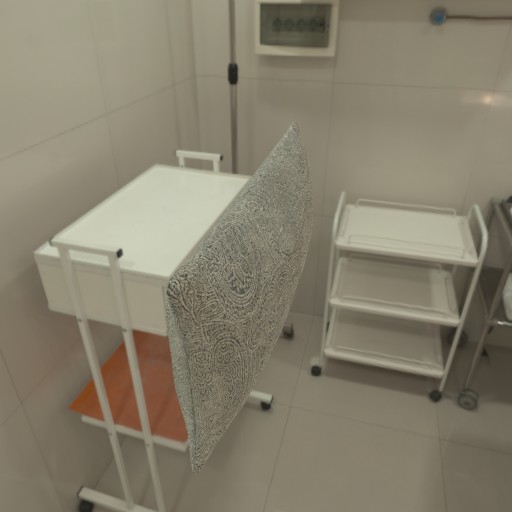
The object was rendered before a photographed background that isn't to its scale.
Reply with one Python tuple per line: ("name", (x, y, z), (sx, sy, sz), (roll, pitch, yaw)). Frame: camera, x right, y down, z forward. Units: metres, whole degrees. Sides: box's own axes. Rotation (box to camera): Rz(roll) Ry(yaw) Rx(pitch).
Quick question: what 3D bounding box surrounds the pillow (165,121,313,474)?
("pillow", (0.000, 0.000, 0.734), (0.151, 0.295, 0.615), (8, 32, 13))
